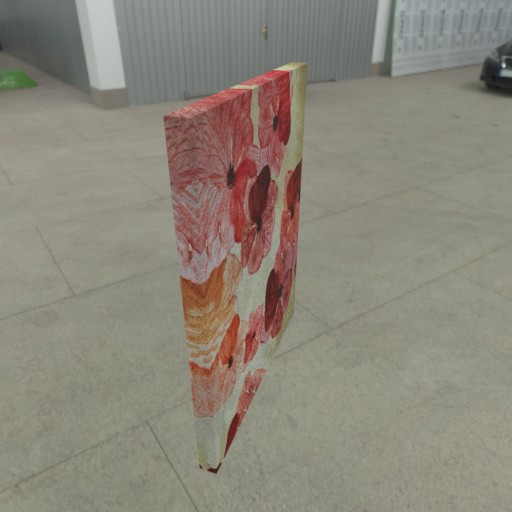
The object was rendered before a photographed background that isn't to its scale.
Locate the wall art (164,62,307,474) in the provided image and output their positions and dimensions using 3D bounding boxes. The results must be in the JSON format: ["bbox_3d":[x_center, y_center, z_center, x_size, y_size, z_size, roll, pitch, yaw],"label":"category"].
[{"bbox_3d":[0.000,0.000,0.686,0.028,0.508,0.406,11,32,17],"label":"wall art"}]
